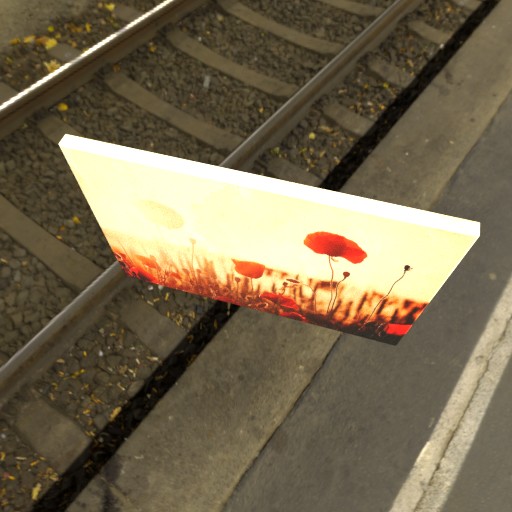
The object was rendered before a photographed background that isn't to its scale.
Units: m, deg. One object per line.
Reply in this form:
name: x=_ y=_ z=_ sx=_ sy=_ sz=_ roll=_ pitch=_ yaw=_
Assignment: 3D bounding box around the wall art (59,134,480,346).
wall art: x=0.000 y=0.000 z=1.195 sx=0.918 sy=0.602 sz=0.038 roll=14 pitch=59 yaw=8
